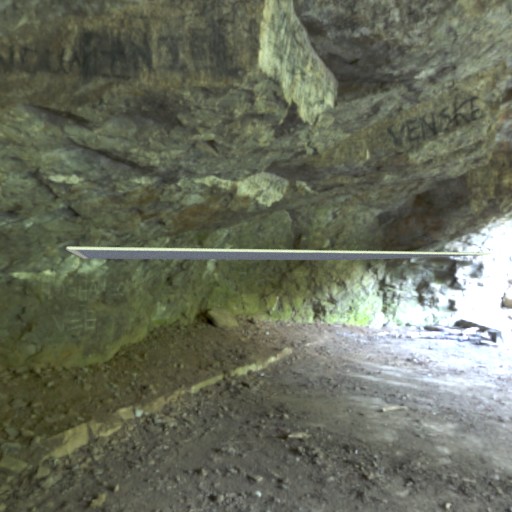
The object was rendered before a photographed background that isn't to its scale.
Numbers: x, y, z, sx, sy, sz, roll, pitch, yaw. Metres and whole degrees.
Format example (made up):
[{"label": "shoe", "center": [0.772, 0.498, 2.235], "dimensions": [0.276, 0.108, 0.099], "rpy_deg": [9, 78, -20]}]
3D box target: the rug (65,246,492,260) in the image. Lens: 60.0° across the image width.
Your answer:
[{"label": "rug", "center": [0.000, 0.000, 4.056], "dimensions": [3.051, 0.020, 2.407], "rpy_deg": [1, -2, -19]}]
